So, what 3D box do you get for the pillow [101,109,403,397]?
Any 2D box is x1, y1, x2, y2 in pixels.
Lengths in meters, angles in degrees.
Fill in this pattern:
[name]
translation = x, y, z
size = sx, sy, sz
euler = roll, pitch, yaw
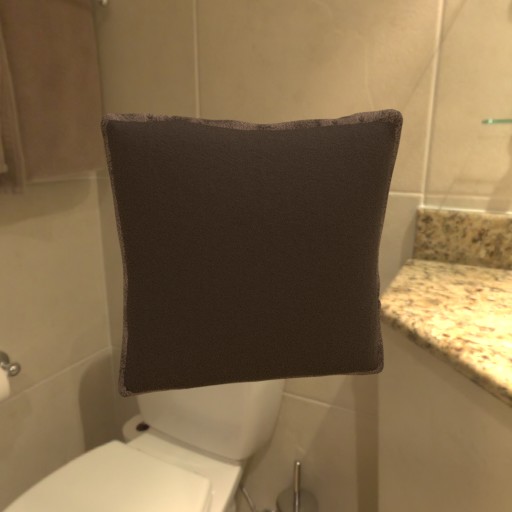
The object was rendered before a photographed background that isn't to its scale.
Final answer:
[pillow]
translation = 0.000, 0.000, 0.818
size = 0.522, 0.520, 0.204
euler = -3, 15, -10
